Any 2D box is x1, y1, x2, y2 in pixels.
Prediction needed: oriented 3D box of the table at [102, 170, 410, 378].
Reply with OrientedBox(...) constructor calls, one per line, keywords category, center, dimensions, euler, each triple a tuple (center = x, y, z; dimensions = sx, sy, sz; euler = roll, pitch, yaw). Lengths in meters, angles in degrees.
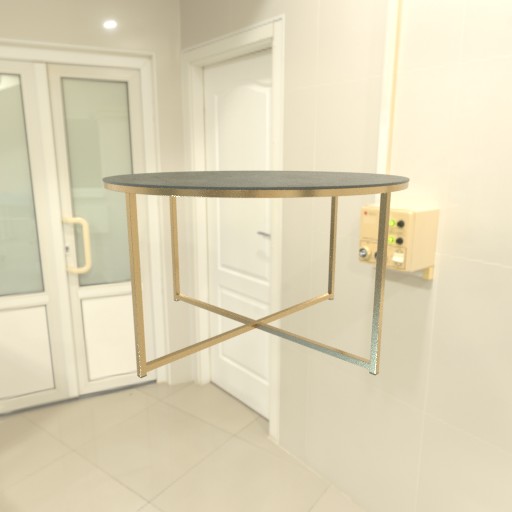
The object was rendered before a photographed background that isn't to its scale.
OrientedBox(category="table", center=(0.000, 0.000, 1.269), dimensions=(0.800, 0.450, 0.800), euler=(0, 13, 0))
